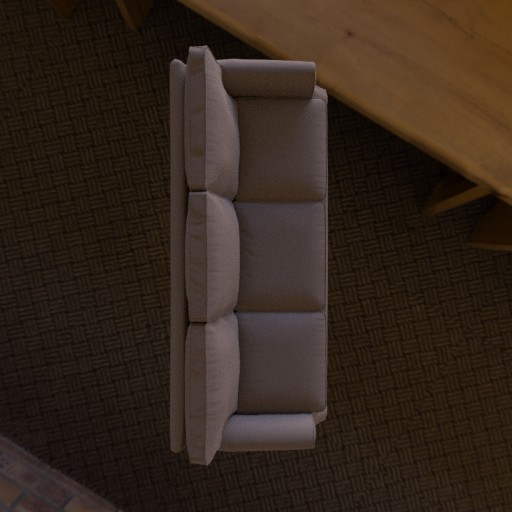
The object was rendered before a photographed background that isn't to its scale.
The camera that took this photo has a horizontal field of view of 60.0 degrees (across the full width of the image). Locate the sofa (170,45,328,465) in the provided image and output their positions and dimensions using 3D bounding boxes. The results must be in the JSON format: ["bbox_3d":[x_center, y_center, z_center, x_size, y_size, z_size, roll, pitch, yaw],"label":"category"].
[{"bbox_3d":[0.000,0.000,2.774,0.966,0.948,2.353,0,91,0],"label":"sofa"}]
